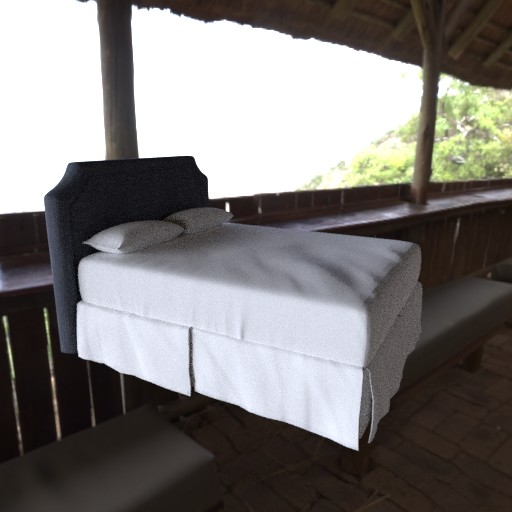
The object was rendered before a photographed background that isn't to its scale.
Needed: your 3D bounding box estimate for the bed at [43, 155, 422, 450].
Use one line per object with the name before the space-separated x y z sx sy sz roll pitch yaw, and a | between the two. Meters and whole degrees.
bed | 0.000 0.000 3.080 2.116 1.290 1.693 8 17 27
